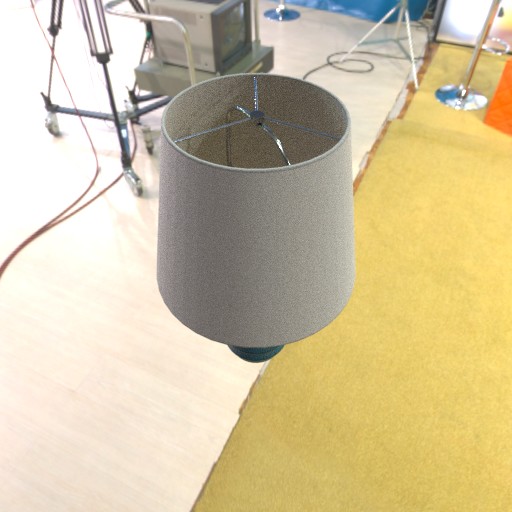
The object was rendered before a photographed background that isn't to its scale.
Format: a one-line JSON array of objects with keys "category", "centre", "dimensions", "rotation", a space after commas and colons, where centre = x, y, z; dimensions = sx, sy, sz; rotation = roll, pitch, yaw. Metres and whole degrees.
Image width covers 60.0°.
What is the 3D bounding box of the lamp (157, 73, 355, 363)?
[{"category": "lamp", "centre": [0.000, 0.000, 0.564], "dimensions": [0.254, 0.392, 0.254], "rotation": [0, 47, 0]}]
